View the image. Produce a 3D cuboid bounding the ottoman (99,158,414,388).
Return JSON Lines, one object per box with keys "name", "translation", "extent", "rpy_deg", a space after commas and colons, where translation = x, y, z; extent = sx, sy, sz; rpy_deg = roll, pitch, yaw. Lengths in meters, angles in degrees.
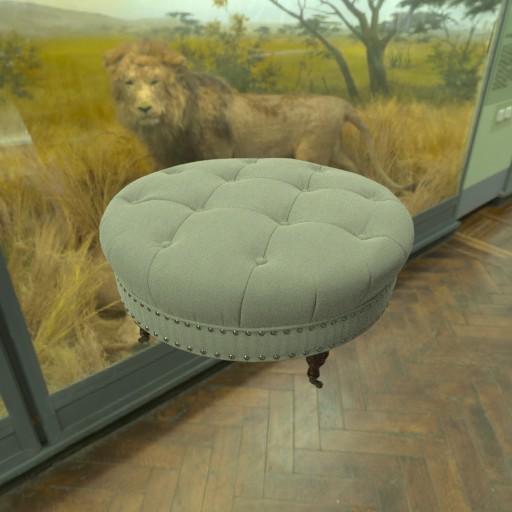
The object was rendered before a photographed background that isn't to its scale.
{"name": "ottoman", "translation": [0.000, 0.000, 1.394], "extent": [0.901, 0.439, 0.901], "rpy_deg": [0, 30, 0]}
